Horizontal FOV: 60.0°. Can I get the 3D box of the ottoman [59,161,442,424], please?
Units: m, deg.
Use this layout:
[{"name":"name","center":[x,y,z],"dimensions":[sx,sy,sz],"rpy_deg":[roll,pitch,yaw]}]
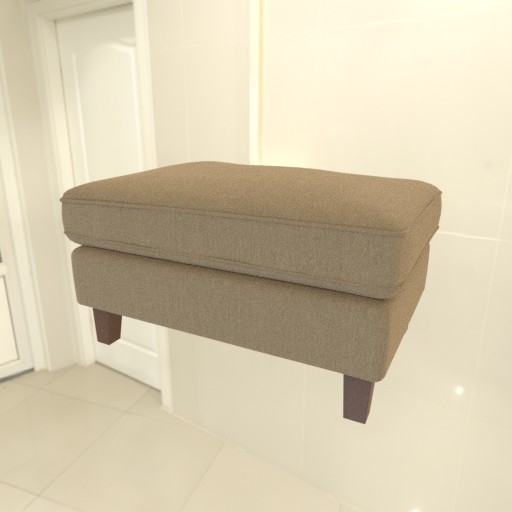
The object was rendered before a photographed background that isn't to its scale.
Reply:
[{"name":"ottoman","center":[0.000,0.000,1.321],"dimensions":[0.945,0.521,0.636],"rpy_deg":[9,19,26]}]
